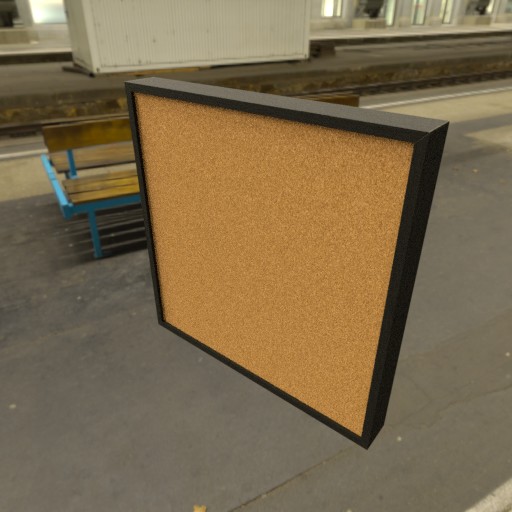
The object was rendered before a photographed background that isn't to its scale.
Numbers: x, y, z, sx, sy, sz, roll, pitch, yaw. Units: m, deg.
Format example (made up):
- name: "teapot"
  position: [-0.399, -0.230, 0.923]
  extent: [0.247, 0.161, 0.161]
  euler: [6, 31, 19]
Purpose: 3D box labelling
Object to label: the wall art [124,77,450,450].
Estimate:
- name: "wall art"
  position: [0.000, 0.000, 0.445]
  extent: [0.305, 0.305, 0.037]
  euler: [22, 37, 33]
